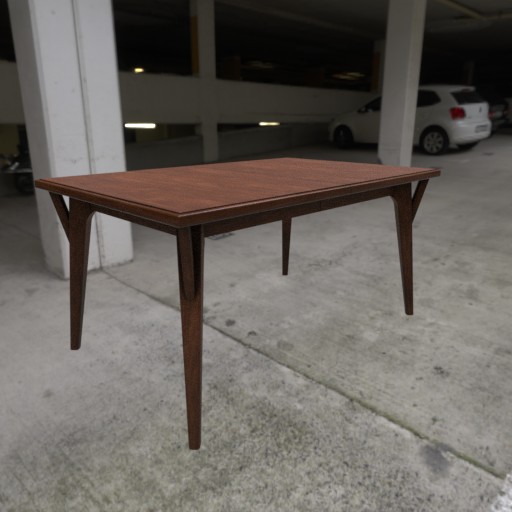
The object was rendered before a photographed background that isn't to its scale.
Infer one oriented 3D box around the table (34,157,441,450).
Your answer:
[{"bbox_3d":[0.000,0.000,2.064,1.524,0.761,0.990,-16,23,-42],"label":"table"}]
